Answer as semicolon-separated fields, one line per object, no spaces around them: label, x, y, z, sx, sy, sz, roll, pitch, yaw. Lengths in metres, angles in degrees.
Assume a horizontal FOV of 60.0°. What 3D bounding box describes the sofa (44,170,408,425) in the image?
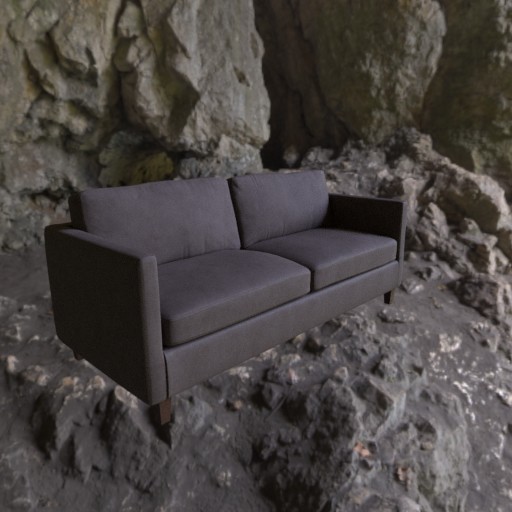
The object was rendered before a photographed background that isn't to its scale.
sofa;0.000;0.000;2.774;0.951;0.965;2.208;14;21;43
